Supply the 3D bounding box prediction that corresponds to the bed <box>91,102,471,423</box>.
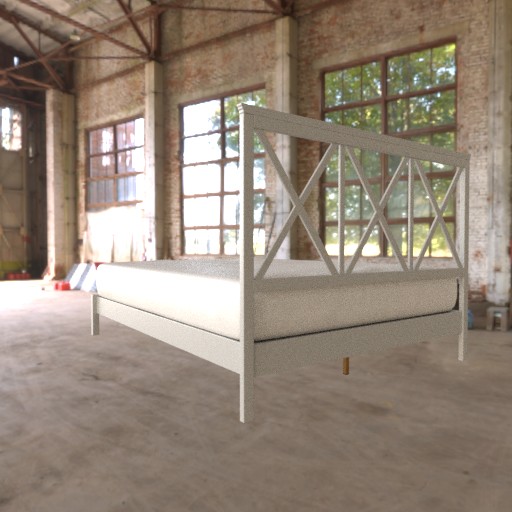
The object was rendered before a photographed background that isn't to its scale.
[{"bbox_3d":[0.000,0.000,3.077,1.673,1.253,2.135,-1,2,-36],"label":"bed"}]
